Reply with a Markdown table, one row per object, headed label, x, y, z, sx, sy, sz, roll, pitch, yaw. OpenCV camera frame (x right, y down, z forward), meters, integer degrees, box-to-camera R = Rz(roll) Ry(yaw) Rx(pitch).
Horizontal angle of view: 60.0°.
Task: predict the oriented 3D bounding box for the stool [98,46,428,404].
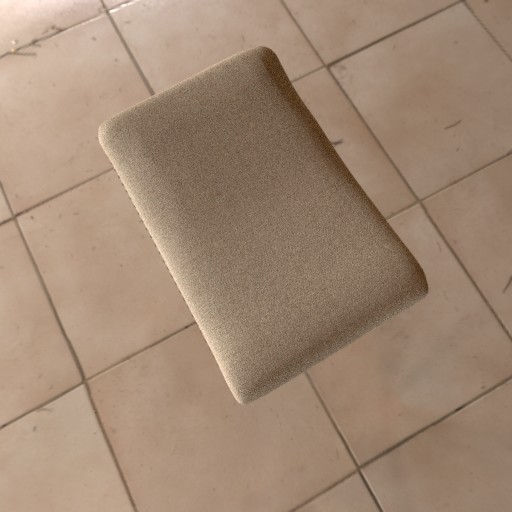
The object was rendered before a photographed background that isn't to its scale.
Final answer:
| label | x | y | z | sx | sy | sz | roll | pitch | yaw |
| --- | --- | --- | --- | --- | --- | --- | --- | --- | --- |
| stool | 0.000 | 0.000 | 0.976 | 0.363 | 0.669 | 0.509 | -29 | 77 | -7 |
